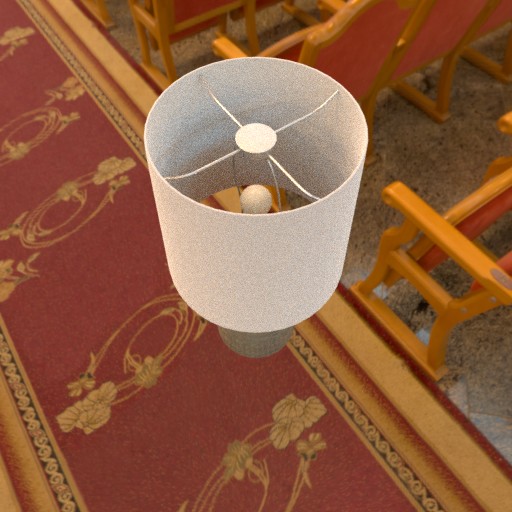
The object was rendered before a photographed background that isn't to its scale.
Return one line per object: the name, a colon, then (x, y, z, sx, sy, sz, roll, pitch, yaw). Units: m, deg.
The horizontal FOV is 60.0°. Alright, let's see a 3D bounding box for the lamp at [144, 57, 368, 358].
lamp: (0.000, 0.000, 0.484, 0.186, 0.369, 0.186, 0, 59, 0)
